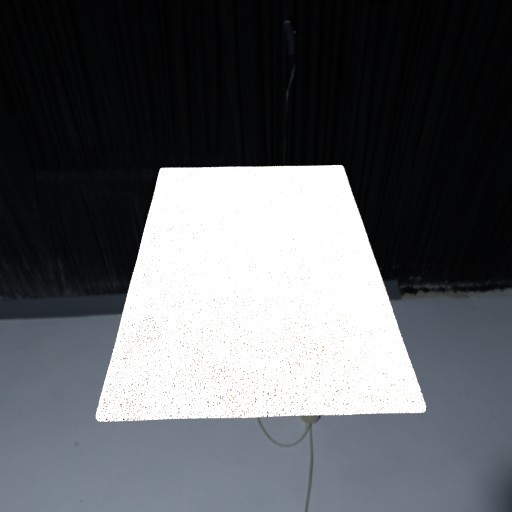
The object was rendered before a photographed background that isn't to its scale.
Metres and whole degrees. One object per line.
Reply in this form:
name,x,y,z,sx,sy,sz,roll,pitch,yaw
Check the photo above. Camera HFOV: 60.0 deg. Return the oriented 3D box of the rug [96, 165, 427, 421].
rug,0.000,0.000,2.289,1.219,0.030,1.778,-1,41,-1
